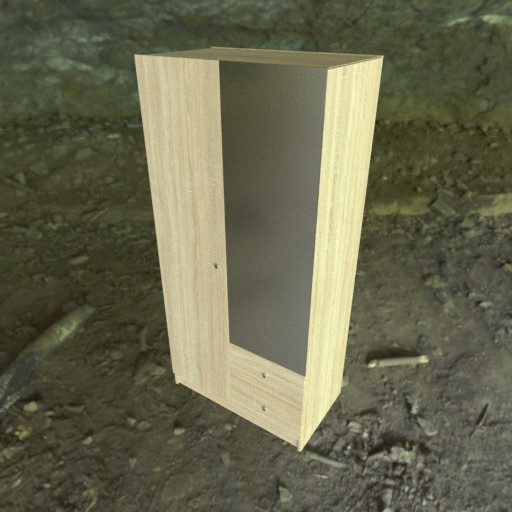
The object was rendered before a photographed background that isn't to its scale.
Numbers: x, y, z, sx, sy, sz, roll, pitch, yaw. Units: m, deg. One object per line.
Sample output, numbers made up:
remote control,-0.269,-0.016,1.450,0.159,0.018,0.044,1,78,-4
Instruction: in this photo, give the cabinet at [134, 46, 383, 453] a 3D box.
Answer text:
cabinet,0.000,0.000,2.559,1.001,2.121,0.590,18,34,29
